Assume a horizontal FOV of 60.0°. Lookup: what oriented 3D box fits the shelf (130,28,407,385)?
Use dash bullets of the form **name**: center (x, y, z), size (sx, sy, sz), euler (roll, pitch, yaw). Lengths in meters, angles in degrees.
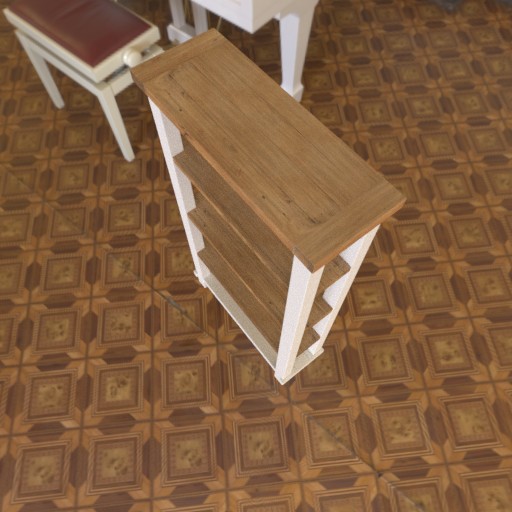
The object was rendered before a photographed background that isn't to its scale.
- **shelf**: center (0.000, 0.000, 2.324), size (0.381, 1.878, 1.022), euler (-35, 68, -16)
